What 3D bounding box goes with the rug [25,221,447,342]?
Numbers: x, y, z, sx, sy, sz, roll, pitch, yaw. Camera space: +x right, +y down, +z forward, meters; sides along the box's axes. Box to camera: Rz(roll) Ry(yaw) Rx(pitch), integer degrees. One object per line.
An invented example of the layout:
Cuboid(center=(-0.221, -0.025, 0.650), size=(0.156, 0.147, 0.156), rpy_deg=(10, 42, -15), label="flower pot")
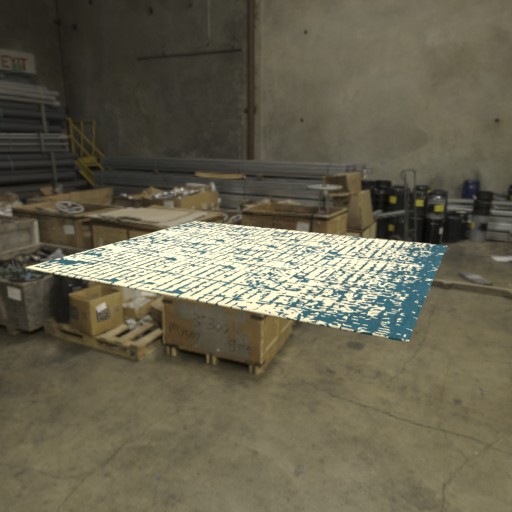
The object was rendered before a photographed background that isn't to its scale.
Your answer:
Cuboid(center=(0.000, 0.000, 4.008), size=(3.017, 0.014, 2.416), rpy_deg=(7, 16, 26), label="rug")
